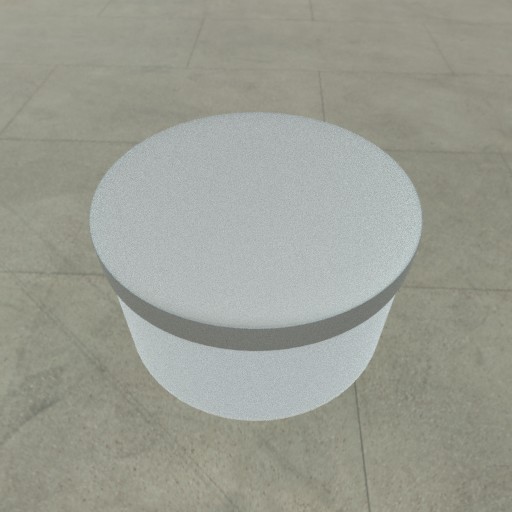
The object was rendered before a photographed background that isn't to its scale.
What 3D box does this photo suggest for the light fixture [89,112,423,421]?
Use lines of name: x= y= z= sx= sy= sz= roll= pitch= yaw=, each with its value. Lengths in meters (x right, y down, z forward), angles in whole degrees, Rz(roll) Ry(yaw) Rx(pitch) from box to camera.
light fixture: x=0.000 y=0.000 z=0.618 sx=0.393 sy=0.229 sz=0.393 roll=0 pitch=46 yaw=0
